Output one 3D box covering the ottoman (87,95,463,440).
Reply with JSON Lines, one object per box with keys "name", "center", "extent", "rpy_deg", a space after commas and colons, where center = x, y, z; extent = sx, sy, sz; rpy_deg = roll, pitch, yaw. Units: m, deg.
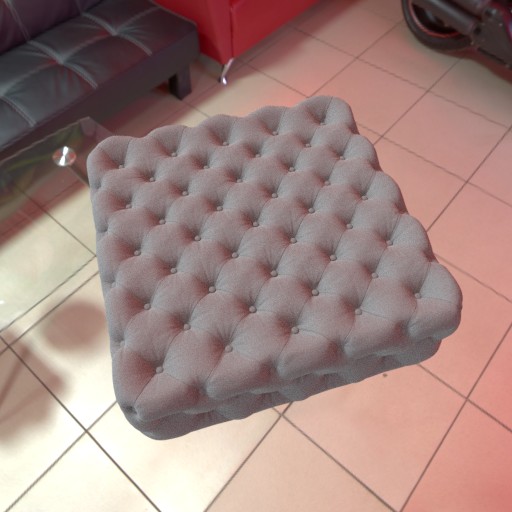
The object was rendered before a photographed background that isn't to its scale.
{"name": "ottoman", "center": [0.000, 0.000, 1.408], "extent": [0.911, 0.439, 0.917], "rpy_deg": [-14, 59, -9]}
